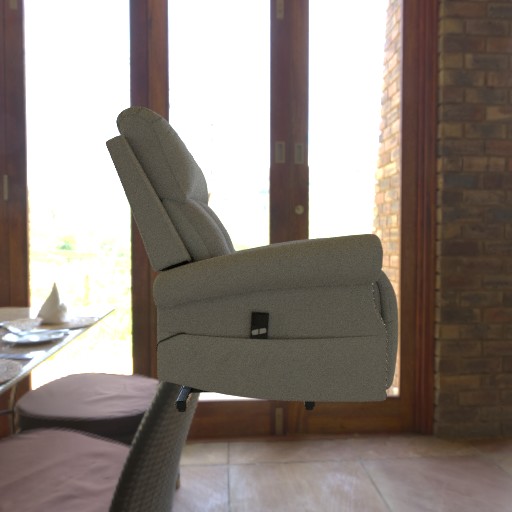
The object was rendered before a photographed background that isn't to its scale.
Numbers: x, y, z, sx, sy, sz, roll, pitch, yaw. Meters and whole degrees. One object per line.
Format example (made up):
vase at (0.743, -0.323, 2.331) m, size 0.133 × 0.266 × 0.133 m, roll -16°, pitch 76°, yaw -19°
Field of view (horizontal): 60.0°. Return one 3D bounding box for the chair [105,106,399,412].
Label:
chair at (0.000, 0.000, 1.763) m, size 0.979 × 1.031 × 0.871 m, roll 0°, pitch 1°, yaw -1°
